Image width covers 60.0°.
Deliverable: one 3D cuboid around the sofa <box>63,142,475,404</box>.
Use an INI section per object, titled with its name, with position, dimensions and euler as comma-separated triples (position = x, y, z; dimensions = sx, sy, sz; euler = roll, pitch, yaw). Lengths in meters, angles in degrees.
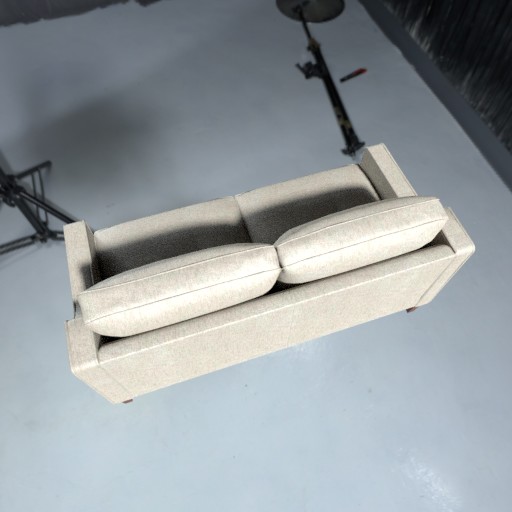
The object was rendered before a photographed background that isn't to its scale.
[sofa]
position = 0.000, 0.000, 2.800
dimensions = 2.181, 1.074, 1.073
euler = -16, 61, -9
